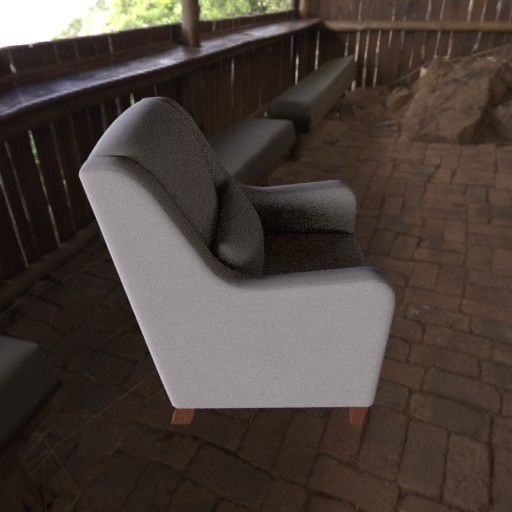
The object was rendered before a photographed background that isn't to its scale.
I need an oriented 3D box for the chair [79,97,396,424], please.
[{"bbox_3d":[0.000,0.000,1.610,0.863,1.010,0.715,0,33,1],"label":"chair"}]
